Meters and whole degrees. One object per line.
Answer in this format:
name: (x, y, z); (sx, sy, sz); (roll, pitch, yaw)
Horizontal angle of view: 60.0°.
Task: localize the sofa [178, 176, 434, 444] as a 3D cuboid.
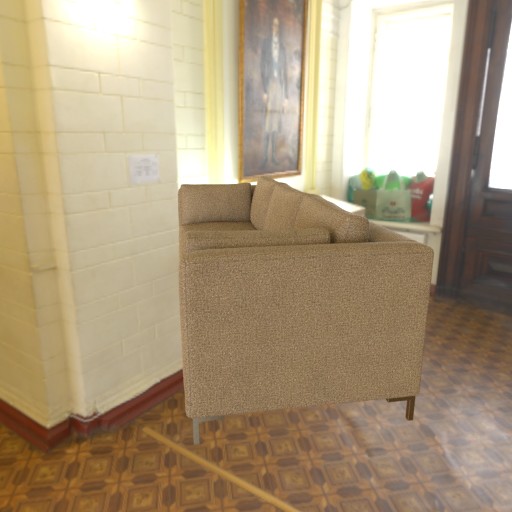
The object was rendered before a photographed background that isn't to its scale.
sofa: (0.000, 0.000, 2.830); (0.969, 0.867, 2.415); (-3, 15, -9)
